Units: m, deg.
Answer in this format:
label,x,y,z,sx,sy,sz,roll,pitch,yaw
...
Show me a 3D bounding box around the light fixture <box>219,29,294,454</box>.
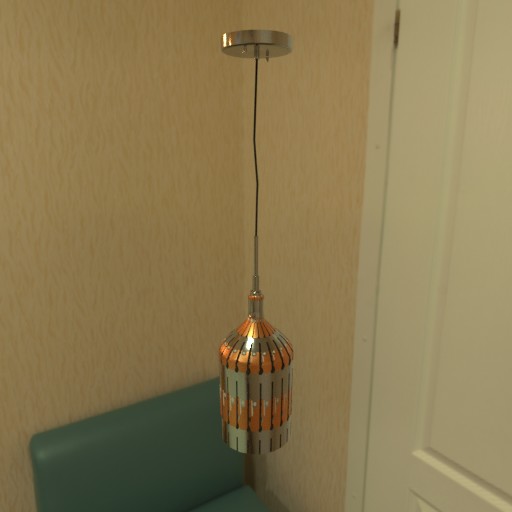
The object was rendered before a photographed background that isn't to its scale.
label,x,y,z,sx,sy,sz,roll,pitch,yaw
light fixture,0.000,0.000,1.704,0.303,1.535,0.303,0,14,0
